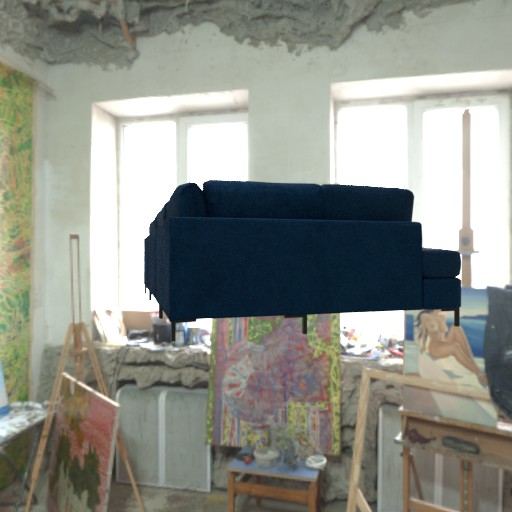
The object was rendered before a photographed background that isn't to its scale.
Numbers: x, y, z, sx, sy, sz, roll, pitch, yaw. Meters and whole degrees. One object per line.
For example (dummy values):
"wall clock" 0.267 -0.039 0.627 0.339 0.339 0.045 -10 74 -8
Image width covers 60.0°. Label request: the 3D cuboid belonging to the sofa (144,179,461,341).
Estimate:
"sofa" 0.000 0.000 4.473 2.055 0.992 3.434 0 0 -17
